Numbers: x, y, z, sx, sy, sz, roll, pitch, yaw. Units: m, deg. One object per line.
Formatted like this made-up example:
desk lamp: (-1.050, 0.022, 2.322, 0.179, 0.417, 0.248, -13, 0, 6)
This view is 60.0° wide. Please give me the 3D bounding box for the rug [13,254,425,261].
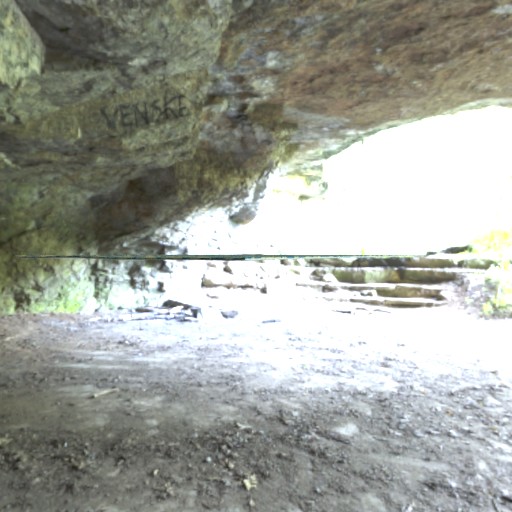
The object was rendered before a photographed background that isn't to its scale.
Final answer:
rug: (0.000, 0.000, 2.262, 1.209, 0.011, 1.830, 0, 1, 35)
